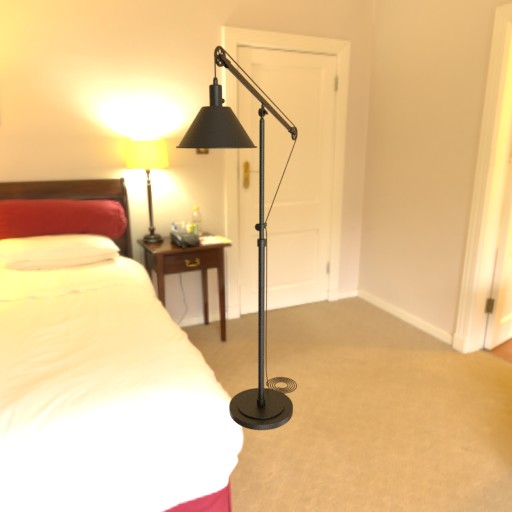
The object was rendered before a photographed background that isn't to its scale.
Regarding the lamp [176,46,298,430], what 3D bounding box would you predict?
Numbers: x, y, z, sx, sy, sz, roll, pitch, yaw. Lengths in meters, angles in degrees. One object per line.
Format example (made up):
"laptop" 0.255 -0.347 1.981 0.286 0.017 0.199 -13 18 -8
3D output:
"lamp" 0.000 0.000 1.970 0.319 1.626 0.904 7 16 26
